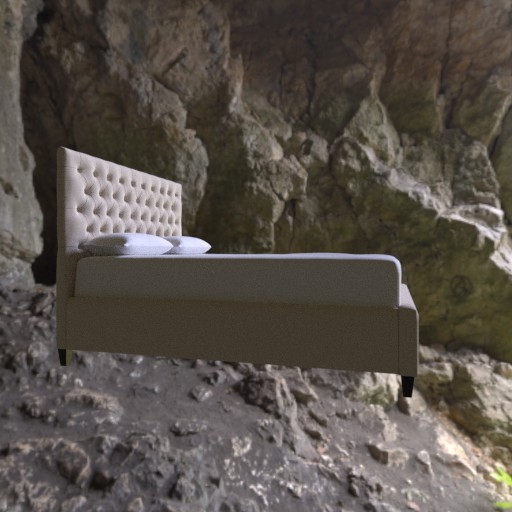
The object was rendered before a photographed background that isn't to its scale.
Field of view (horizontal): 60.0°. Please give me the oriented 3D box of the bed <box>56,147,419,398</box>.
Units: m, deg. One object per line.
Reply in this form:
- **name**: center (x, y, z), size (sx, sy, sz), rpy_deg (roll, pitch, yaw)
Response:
- **bed**: center (0.000, 0.000, 3.354), size (2.233, 1.426, 1.696), rpy_deg (0, 1, 17)
